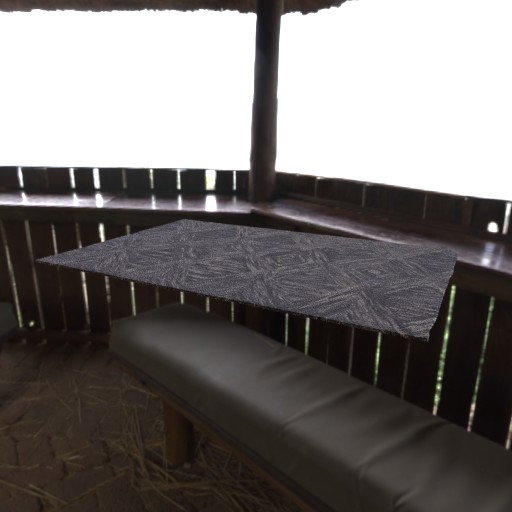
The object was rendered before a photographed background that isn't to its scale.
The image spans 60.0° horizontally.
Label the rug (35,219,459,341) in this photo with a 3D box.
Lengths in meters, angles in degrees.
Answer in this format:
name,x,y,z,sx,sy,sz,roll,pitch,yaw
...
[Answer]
name,x,y,z,sx,sy,sz,roll,pitch,yaw
rug,0.000,0.000,2.251,1.814,0.012,1.186,8,18,27
